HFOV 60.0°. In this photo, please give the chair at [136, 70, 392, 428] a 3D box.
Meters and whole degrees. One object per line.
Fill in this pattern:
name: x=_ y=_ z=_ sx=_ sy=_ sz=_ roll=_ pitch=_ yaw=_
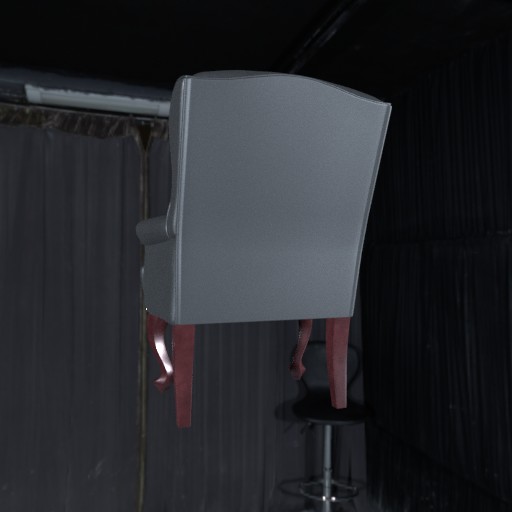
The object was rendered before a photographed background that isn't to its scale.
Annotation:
chair: x=0.000 y=0.000 z=1.649 sx=0.838 sy=1.111 sz=0.762 roll=0 pitch=-1 yaw=-19
